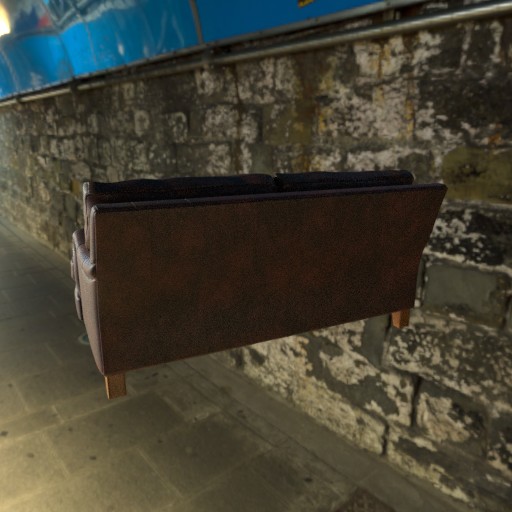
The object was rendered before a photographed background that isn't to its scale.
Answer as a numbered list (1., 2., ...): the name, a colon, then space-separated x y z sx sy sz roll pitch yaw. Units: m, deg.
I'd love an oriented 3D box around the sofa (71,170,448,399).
1. sofa: 0.000 0.000 2.828 2.144 1.071 1.147 -7 17 -25
